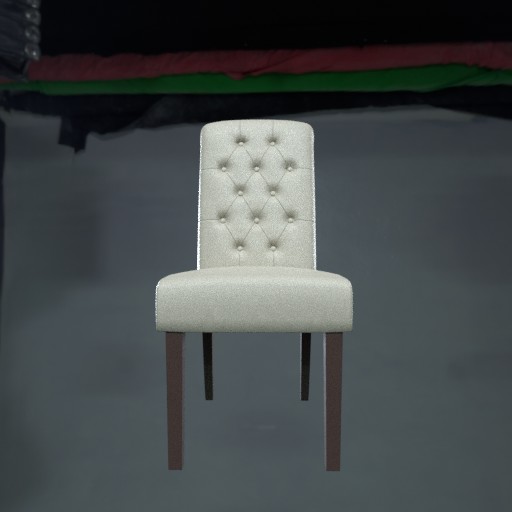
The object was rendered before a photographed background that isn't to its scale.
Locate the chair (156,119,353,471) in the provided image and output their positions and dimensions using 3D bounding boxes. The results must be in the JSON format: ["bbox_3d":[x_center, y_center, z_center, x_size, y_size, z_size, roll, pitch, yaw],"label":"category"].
[{"bbox_3d":[0.000,0.000,1.358,0.456,1.006,0.671,0,-1,1],"label":"chair"}]
